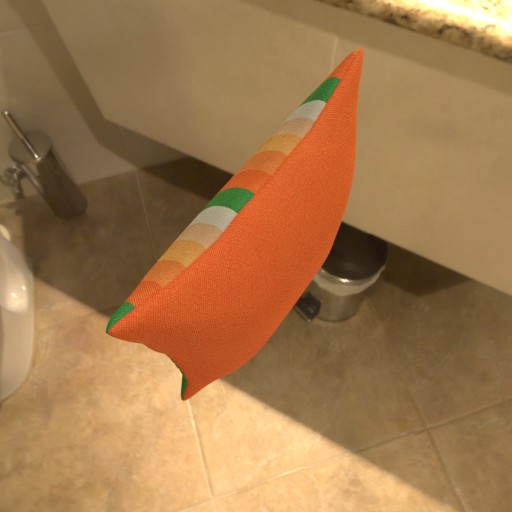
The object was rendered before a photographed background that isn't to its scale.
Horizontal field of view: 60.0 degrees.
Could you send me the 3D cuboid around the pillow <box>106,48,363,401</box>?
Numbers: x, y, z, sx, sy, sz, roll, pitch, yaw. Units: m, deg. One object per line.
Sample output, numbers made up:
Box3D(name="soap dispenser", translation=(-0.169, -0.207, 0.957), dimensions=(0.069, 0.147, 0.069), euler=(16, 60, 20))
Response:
Box3D(name="pillow", translation=(0.000, 0.000, 0.672), dimensions=(0.169, 0.444, 0.453), euler=(33, 68, 15))
